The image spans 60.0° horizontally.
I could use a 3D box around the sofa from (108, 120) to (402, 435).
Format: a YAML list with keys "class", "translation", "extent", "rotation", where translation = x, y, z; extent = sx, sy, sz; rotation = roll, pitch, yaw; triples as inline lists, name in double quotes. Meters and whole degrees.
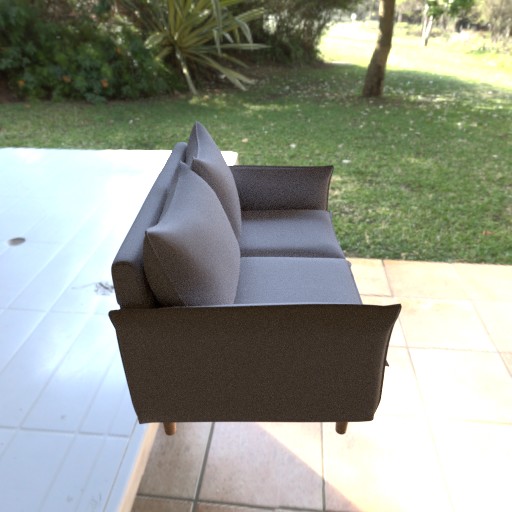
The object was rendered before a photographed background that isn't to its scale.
- class: "sofa"
  translation: [0.000, 0.000, 1.844]
  extent: [0.820, 0.840, 1.300]
  rotation: [0, 30, 0]
